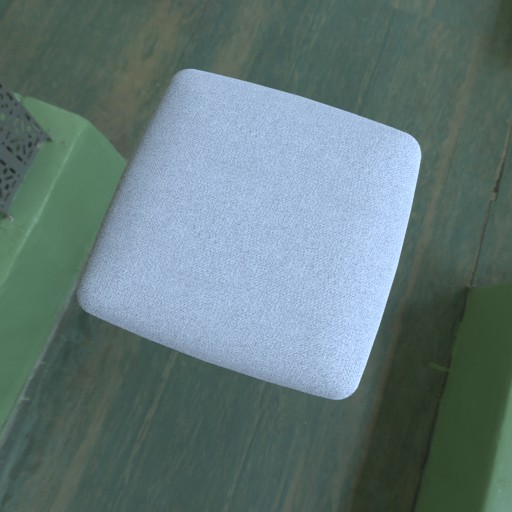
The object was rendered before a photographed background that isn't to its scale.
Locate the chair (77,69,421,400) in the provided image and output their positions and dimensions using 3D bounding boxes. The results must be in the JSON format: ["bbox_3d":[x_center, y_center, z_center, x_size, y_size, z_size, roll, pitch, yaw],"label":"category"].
[{"bbox_3d":[0.000,0.000,0.702,0.350,0.440,0.350,18,76,5],"label":"chair"}]
